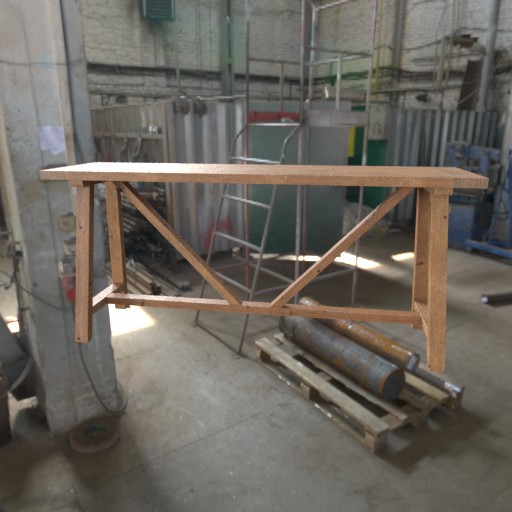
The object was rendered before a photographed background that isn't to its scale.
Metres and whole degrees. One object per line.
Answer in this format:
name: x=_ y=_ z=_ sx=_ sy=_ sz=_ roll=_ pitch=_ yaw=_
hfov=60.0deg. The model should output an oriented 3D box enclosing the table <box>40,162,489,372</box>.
table: x=0.000 y=0.000 z=2.090 sx=1.800 sy=0.810 sz=0.465 roll=3 pitch=16 yaw=9
